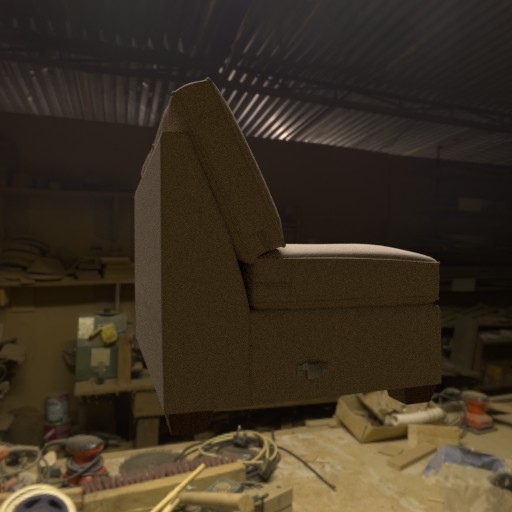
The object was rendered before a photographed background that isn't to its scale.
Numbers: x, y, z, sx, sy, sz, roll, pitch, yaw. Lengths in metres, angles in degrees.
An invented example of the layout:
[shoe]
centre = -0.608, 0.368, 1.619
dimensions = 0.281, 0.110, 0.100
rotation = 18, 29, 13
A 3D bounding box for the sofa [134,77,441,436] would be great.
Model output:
[sofa]
centre = 0.000, 0.000, 1.922
dimensions = 0.951, 1.008, 1.237
rotation = 0, 0, -19
